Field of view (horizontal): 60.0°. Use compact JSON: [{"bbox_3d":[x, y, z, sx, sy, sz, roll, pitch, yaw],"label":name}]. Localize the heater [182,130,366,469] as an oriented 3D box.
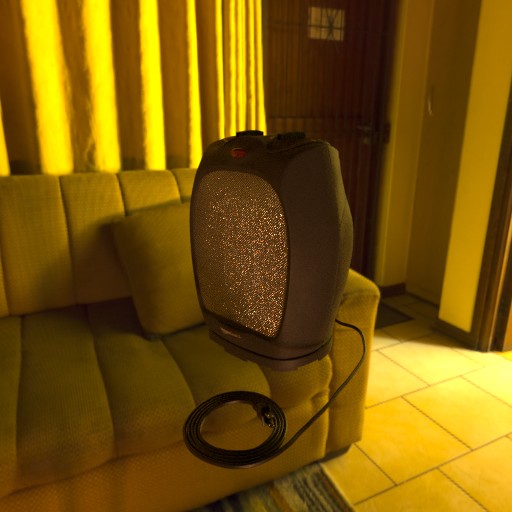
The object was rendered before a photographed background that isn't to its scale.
[{"bbox_3d":[0.000,0.000,0.474,0.239,0.255,0.291,16,24,41],"label":"heater"}]
